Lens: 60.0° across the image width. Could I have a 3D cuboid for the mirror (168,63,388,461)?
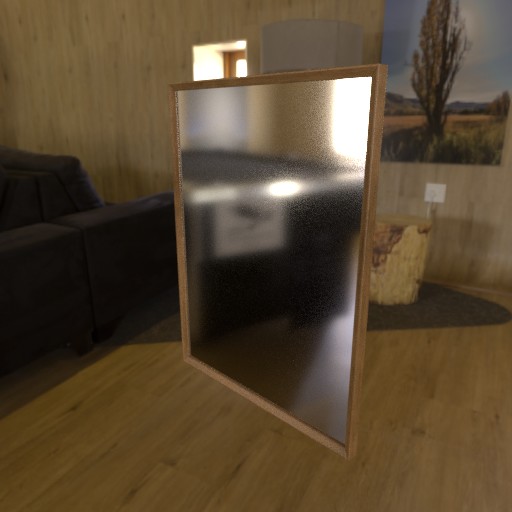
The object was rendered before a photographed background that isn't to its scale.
[{"bbox_3d":[0.000,0.000,1.345,0.762,1.016,0.041,16,23,42],"label":"mirror"}]
